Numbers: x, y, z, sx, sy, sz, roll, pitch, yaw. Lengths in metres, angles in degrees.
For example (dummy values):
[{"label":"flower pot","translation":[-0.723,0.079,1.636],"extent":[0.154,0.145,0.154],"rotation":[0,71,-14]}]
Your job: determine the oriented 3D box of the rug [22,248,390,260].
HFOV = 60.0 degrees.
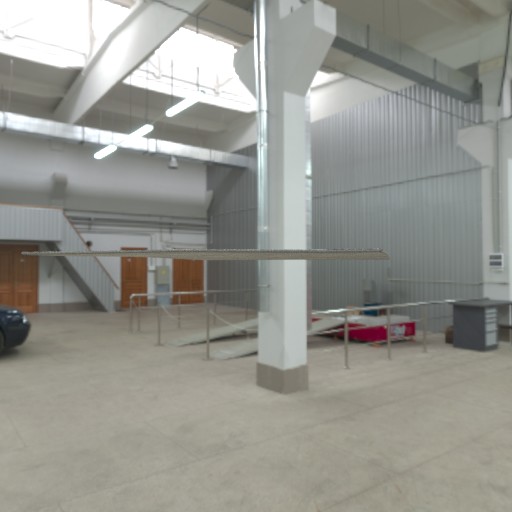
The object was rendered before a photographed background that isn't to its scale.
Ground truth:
[{"label":"rug","translation":[0.000,0.000,4.253],"extent":[2.434,0.045,3.202],"rotation":[0,-1,18]}]
